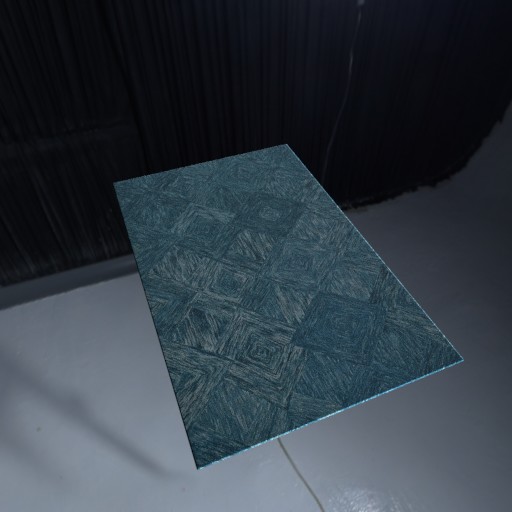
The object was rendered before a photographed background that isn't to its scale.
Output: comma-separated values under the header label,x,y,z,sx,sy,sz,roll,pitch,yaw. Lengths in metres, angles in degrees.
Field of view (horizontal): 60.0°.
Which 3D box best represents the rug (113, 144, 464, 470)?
label,x,y,z,sx,sy,sz,roll,pitch,yaw
rug,0.000,0.000,2.916,1.490,0.015,2.277,-16,48,-15
